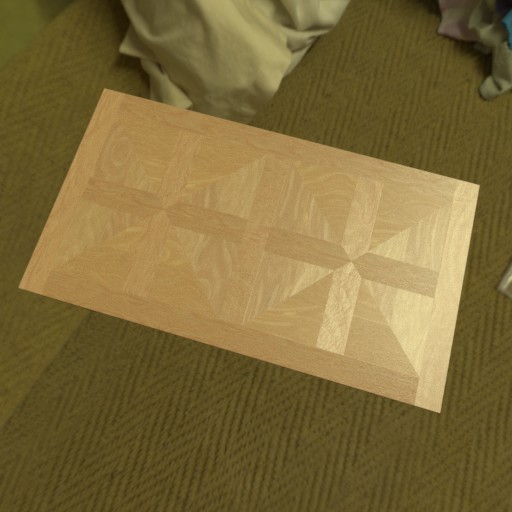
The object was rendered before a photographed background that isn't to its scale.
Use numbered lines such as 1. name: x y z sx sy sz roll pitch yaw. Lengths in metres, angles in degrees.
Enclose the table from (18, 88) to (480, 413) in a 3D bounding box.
1. table: 0.000 0.000 1.606 1.270 0.507 0.711 16 76 4
